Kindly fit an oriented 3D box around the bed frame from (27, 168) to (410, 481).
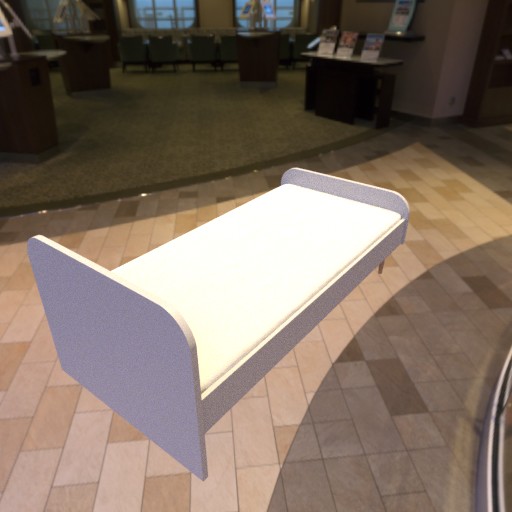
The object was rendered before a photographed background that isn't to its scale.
[{"bbox_3d":[0.000,0.000,2.480,0.998,0.805,1.963,21,36,32],"label":"bed frame"}]
